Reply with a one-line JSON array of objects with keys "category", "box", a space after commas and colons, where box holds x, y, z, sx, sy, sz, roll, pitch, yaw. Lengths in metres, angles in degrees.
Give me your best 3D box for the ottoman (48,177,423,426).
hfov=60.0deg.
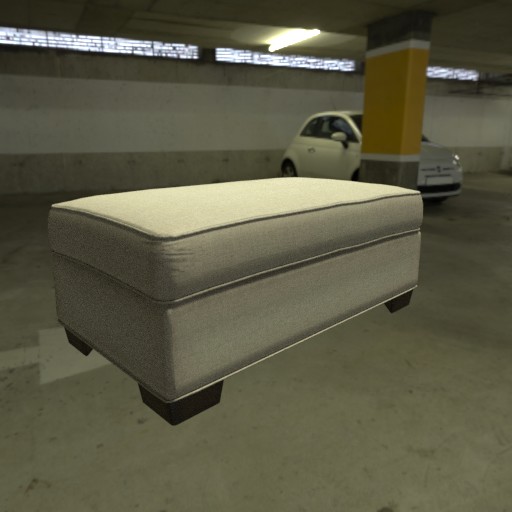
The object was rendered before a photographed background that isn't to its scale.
[{"category": "ottoman", "box": [0.000, 0.000, 1.453, 1.097, 0.461, 0.617, -14, 20, -42]}]
